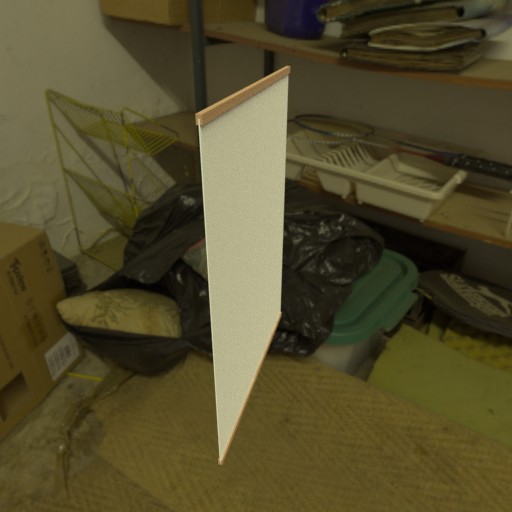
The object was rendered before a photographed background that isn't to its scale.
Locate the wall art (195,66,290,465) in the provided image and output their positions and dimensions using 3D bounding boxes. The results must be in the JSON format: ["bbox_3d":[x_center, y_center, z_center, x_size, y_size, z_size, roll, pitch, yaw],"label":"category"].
[{"bbox_3d":[0.000,0.000,1.386,0.013,1.016,0.758,8,31,14],"label":"wall art"}]
